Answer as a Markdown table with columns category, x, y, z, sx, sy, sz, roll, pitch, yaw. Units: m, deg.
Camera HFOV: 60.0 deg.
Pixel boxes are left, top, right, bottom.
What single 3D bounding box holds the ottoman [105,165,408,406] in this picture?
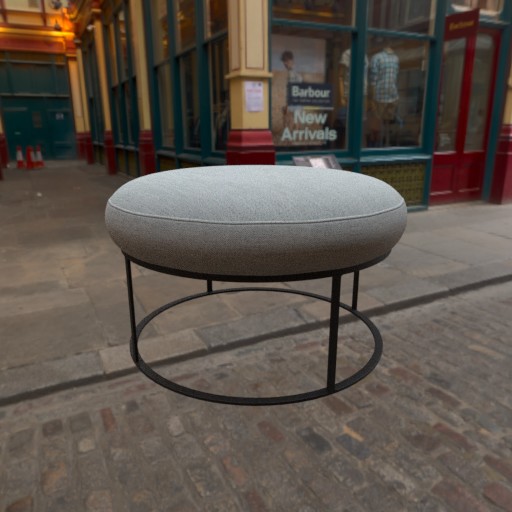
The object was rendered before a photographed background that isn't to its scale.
| category | x | y | z | sx | sy | sz | roll | pitch | yaw |
| --- | --- | --- | --- | --- | --- | --- | --- | --- | --- |
| ottoman | 0.000 | 0.000 | 1.220 | 0.769 | 0.459 | 0.769 | 0 | 16 | 0 |
